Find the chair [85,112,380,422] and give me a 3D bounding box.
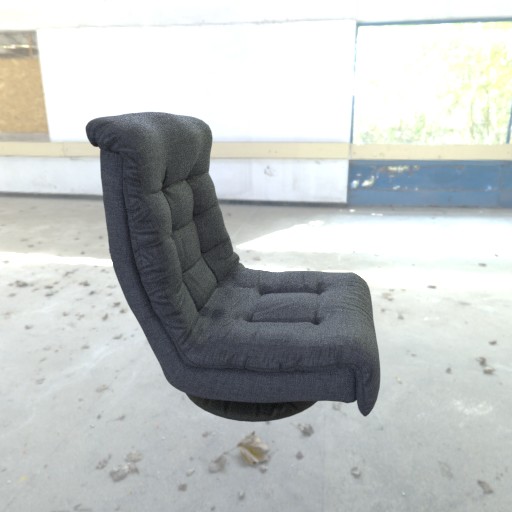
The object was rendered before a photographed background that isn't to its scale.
[{"bbox_3d":[0.000,0.000,1.210,0.668,0.749,0.597,3,18,10],"label":"chair"}]
